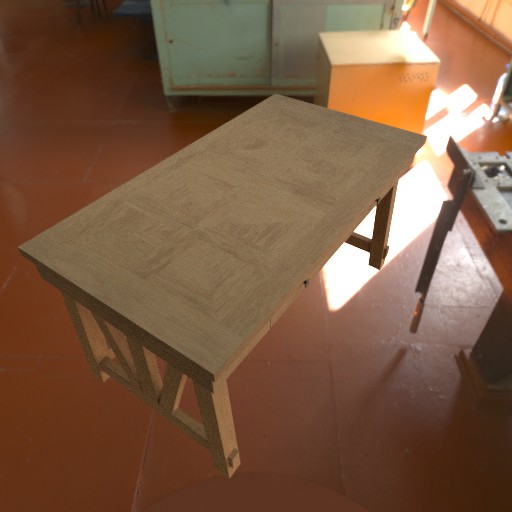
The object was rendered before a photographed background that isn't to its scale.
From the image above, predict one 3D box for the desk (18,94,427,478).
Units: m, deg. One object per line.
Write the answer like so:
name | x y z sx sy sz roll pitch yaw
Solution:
desk | 0.000 0.000 1.955 0.813 0.762 1.499 26 48 25
